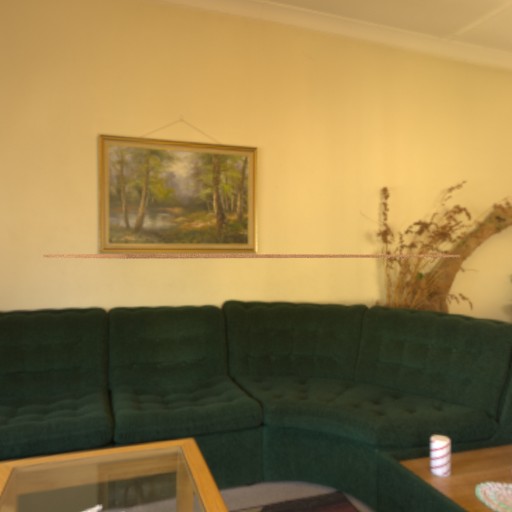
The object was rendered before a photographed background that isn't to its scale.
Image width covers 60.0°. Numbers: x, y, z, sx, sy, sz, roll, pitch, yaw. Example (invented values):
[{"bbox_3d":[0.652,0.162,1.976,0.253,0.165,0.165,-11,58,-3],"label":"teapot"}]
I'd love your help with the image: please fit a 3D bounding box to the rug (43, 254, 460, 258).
[{"bbox_3d":[0.000,0.000,2.329,1.829,0.014,1.219,0,0,-36],"label":"rug"}]
